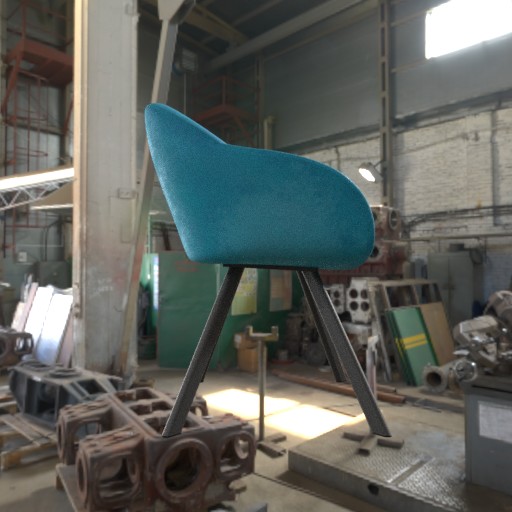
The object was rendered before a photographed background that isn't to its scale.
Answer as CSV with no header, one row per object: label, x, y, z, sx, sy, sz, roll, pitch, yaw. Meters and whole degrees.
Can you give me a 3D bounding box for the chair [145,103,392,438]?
chair,0.000,0.000,1.210,0.590,0.795,0.550,0,-1,0
